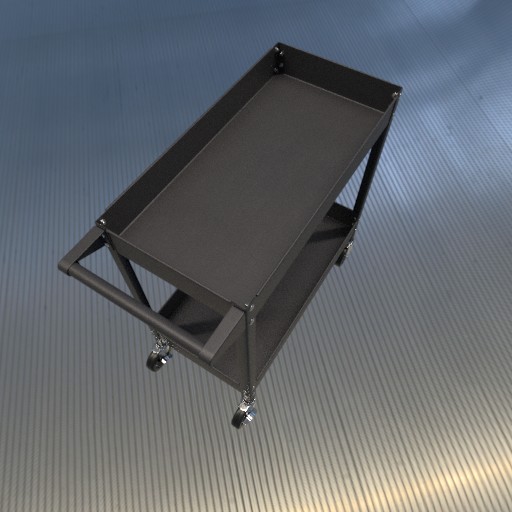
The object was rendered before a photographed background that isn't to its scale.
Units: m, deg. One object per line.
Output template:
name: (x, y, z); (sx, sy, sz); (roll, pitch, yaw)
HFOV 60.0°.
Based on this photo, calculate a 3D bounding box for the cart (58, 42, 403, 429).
cart: (0.000, 0.000, 1.199); (0.366, 0.719, 0.779); (28, 62, 16)
